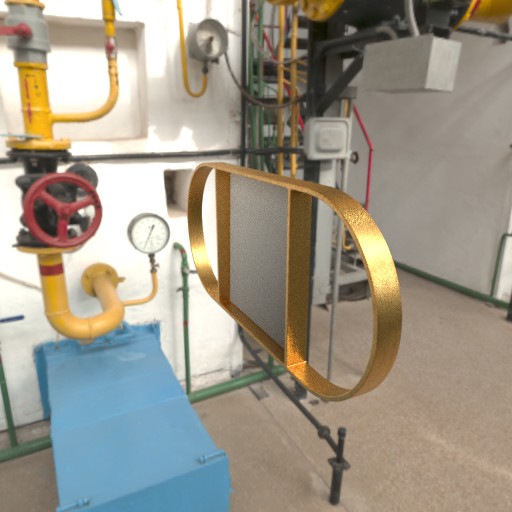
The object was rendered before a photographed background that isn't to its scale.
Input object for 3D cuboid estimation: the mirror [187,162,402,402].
[{"bbox_3d":[0.000,0.000,0.679,0.032,0.254,0.584,-8,19,-25],"label":"mirror"}]
